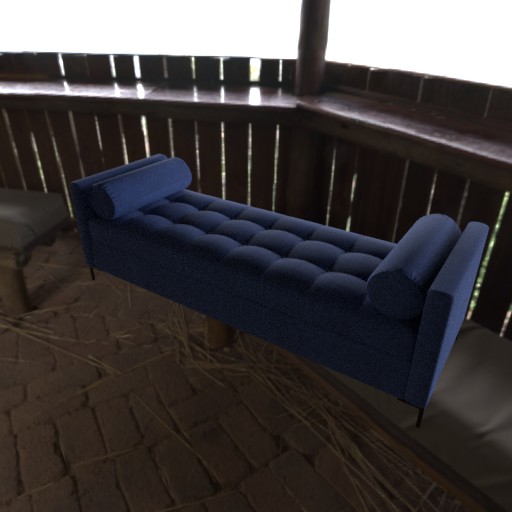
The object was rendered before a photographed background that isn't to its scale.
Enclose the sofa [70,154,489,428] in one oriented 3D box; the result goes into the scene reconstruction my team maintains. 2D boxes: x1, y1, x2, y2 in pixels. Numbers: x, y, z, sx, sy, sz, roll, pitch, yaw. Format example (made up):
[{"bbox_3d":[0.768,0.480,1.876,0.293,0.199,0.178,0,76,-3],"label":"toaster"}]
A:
[{"bbox_3d":[0.000,0.000,2.291,1.981,0.635,0.686,18,33,29],"label":"sofa"}]
